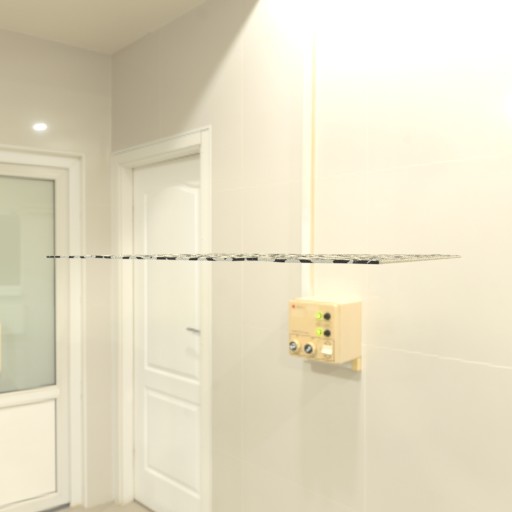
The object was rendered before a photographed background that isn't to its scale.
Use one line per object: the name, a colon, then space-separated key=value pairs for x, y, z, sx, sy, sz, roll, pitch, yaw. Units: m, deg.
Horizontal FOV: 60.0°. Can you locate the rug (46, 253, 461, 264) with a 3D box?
rug: x=0.000 y=0.000 z=4.376 sx=3.369 sy=0.036 sz=2.444 roll=1 pitch=1 yaw=35
